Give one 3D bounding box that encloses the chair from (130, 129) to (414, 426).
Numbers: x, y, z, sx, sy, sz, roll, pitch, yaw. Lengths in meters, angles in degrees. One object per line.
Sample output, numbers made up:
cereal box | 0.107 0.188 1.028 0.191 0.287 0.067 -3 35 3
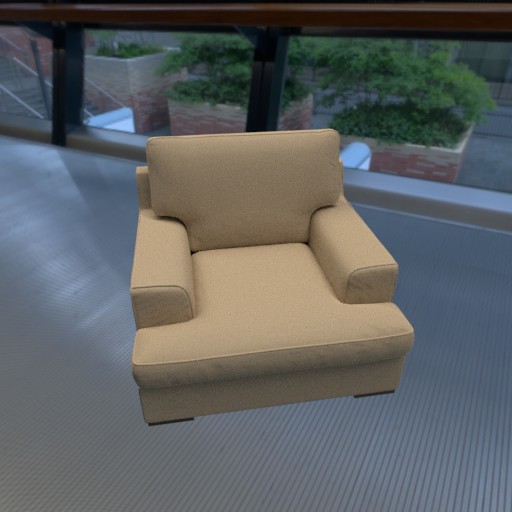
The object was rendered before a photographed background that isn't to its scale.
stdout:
chair | 0.000 0.000 2.180 1.293 1.005 1.274 -9 33 -14
